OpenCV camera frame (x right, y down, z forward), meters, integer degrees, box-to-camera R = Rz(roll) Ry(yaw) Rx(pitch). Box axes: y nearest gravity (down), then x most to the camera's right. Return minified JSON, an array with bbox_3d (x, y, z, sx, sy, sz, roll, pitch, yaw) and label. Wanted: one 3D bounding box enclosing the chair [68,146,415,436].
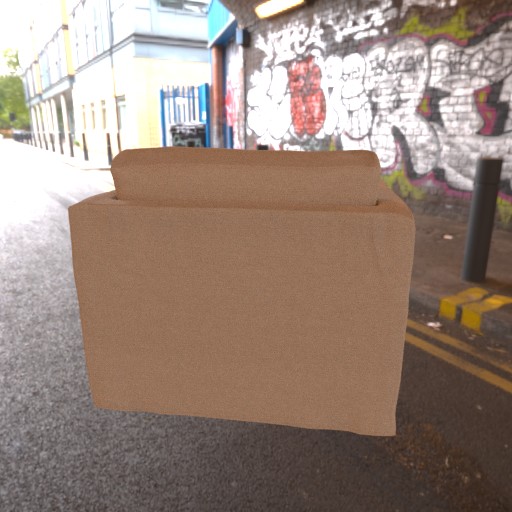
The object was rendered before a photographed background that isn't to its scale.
[{"bbox_3d":[0.000,0.000,1.772,1.057,0.867,0.949,2,16,8],"label":"chair"}]
